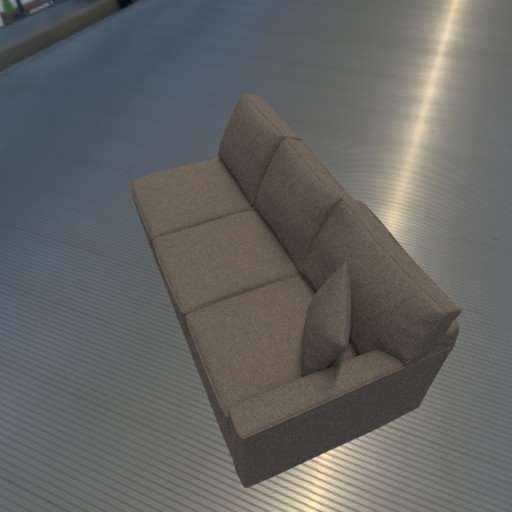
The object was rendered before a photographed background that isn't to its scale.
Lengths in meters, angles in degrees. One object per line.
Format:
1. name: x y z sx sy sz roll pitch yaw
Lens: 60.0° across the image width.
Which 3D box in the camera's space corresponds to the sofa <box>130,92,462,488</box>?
1. sofa: 0.000 0.000 2.483 1.034 0.946 1.963 -17 48 -16
